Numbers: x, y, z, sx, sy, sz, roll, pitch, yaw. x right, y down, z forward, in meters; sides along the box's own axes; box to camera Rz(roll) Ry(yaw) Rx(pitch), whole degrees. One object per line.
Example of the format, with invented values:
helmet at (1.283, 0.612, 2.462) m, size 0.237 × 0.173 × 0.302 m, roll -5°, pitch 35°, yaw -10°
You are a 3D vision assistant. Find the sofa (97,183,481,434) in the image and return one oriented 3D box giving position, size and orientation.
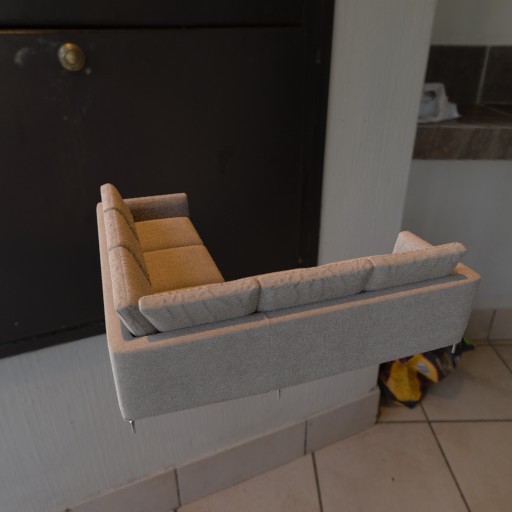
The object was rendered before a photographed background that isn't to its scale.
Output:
sofa at (0.000, 0.000, 3.712) m, size 2.438 × 0.864 × 2.438 m, roll -9°, pitch 28°, yaw -17°
